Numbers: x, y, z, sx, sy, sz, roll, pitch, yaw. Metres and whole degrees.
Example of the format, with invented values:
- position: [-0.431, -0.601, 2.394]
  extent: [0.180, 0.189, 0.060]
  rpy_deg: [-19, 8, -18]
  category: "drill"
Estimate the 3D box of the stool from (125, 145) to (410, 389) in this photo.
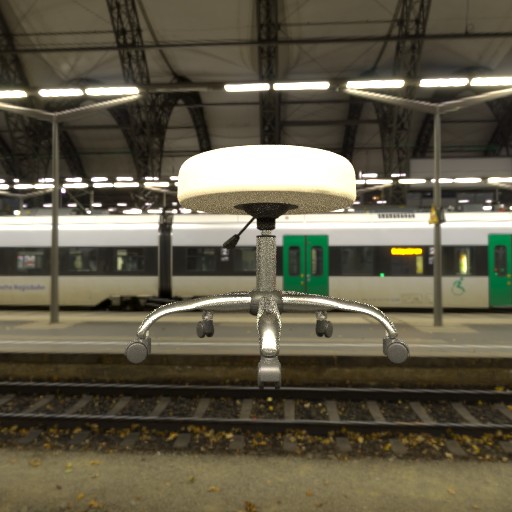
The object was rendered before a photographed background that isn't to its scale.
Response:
- position: [0.000, 0.000, 1.085]
  extent: [0.614, 0.482, 0.634]
  rpy_deg: [0, -1, -18]
  category: "stool"
